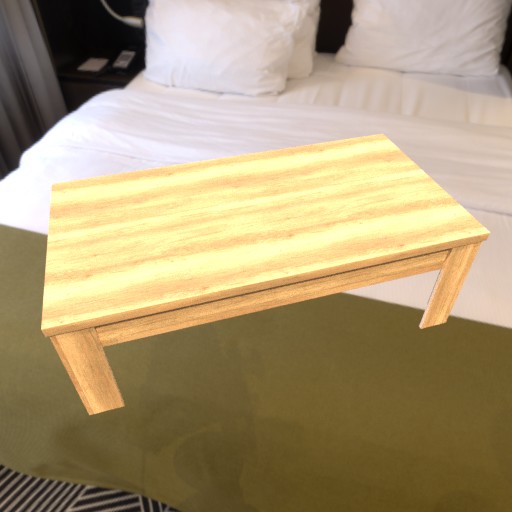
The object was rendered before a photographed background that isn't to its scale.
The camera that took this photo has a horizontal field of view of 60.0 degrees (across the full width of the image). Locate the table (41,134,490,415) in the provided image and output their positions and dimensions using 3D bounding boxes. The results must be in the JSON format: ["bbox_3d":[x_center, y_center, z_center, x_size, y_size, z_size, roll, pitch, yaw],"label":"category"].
[{"bbox_3d":[0.000,0.000,1.672,1.350,0.460,0.700,-11,44,-12],"label":"table"}]
